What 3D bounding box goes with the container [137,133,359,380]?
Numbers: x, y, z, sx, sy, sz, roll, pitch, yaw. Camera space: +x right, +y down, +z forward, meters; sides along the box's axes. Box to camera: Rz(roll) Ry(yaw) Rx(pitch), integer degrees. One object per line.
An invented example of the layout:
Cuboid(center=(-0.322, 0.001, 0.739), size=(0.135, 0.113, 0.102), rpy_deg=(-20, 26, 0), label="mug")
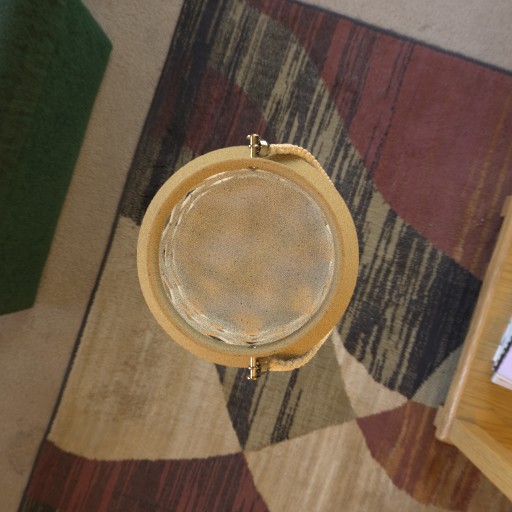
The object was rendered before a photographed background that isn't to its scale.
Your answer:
Cuboid(center=(0.000, 0.000, 0.352), size=(0.172, 0.229, 0.163), rpy_deg=(0, 91, 1), label="container")
